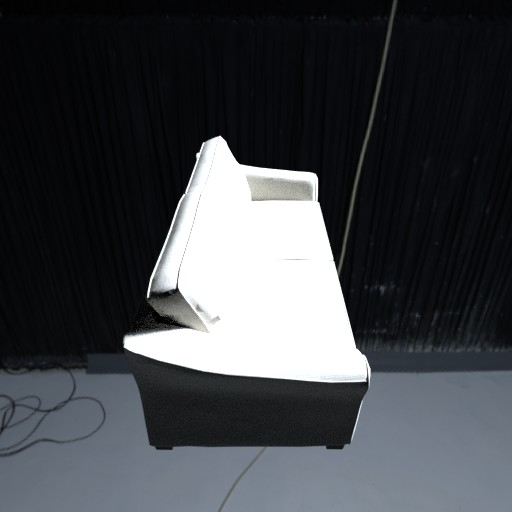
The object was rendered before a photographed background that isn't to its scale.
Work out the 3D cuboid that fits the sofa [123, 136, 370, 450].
[{"bbox_3d":[0.000,0.000,2.730,0.980,0.965,2.270,0,31,1],"label":"sofa"}]
